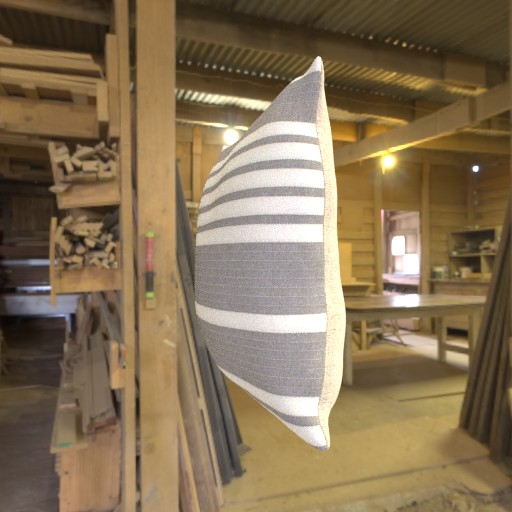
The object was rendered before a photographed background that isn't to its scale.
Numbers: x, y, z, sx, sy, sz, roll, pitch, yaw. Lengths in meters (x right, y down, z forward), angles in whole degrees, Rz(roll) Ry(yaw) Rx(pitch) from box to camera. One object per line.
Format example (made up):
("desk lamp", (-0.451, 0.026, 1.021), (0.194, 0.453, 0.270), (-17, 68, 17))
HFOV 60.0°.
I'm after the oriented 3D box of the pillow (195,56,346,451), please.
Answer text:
("pillow", (0.000, 0.000, 0.680), (0.182, 0.440, 0.439), (0, -1, -18))
